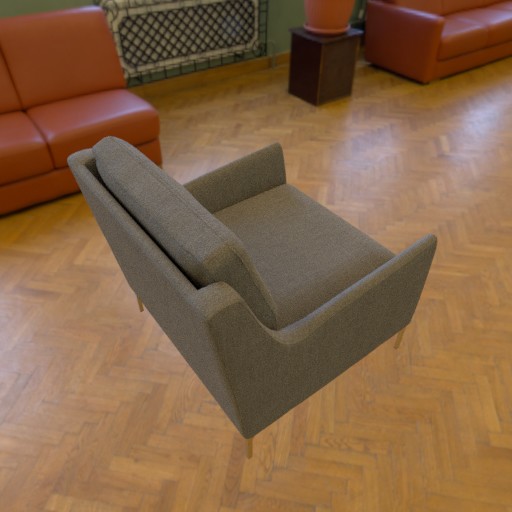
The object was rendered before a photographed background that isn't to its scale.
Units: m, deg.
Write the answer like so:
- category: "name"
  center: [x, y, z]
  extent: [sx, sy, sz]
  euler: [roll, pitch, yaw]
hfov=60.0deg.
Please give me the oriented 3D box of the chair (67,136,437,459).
- category: "chair"
  center: [0.000, 0.000, 1.523]
  extent: [0.849, 0.828, 0.847]
  euler: [-26, 48, -27]
